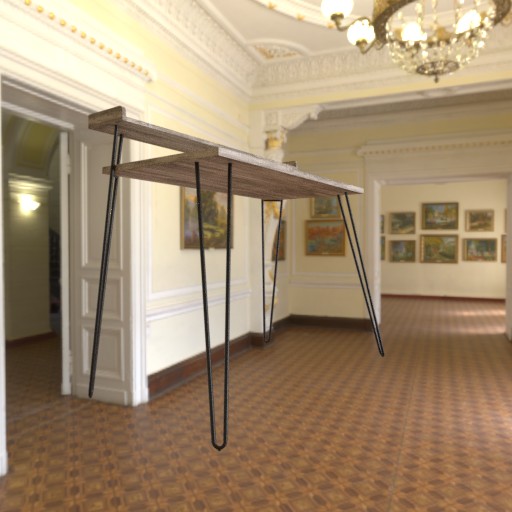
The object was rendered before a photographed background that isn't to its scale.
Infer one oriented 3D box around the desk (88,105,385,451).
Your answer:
[{"bbox_3d":[0.000,0.000,1.661,0.605,0.899,1.135,1,1,35],"label":"desk"}]
